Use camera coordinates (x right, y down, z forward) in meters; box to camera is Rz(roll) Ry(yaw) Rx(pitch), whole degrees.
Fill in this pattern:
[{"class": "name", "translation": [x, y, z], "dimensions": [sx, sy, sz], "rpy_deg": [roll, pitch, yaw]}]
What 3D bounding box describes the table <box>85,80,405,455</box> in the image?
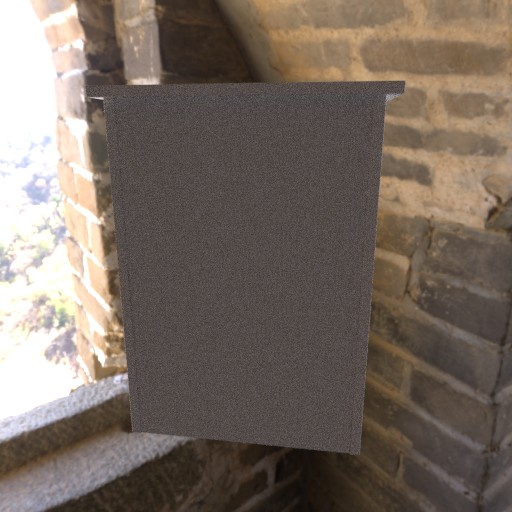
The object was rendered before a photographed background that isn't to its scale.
[{"class": "table", "translation": [0.000, 0.000, 0.921], "dimensions": [0.480, 0.635, 0.381], "rpy_deg": [2, 16, 8]}]
